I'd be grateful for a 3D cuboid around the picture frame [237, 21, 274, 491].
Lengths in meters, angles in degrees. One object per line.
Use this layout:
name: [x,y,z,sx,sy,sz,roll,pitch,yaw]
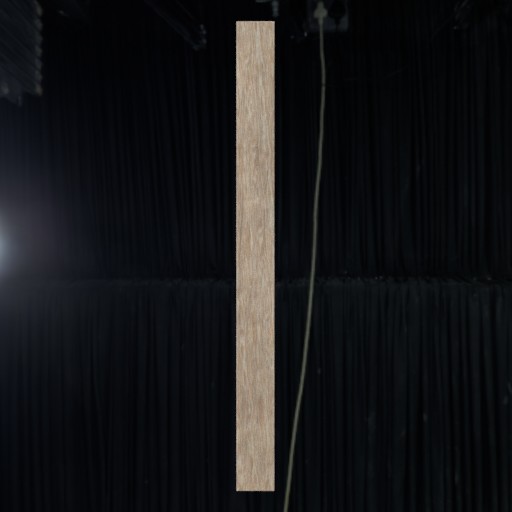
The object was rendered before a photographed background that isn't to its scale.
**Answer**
picture frame: [0.000,0.000,0.709,0.043,0.526,0.424,0,0,0]
